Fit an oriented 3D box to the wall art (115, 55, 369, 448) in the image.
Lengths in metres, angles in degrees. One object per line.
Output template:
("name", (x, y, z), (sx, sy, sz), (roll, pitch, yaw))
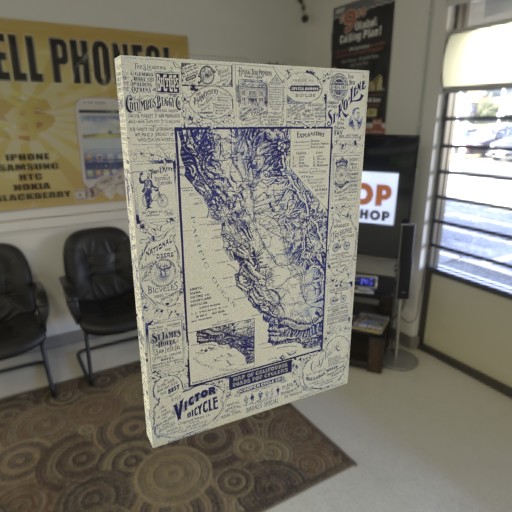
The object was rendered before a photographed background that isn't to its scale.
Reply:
("wall art", (0.000, 0.000, 0.756), (0.408, 0.601, 0.040), (-9, 19, -26))
